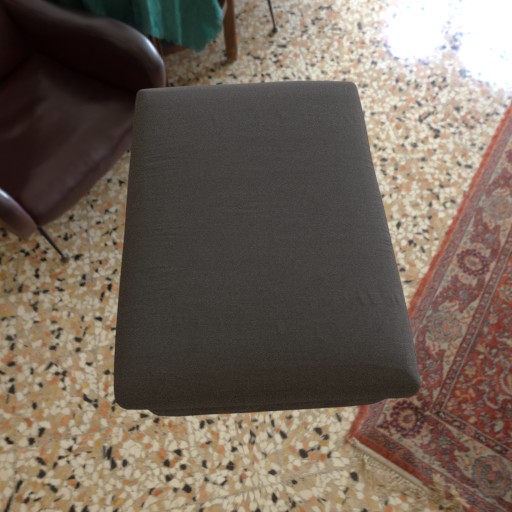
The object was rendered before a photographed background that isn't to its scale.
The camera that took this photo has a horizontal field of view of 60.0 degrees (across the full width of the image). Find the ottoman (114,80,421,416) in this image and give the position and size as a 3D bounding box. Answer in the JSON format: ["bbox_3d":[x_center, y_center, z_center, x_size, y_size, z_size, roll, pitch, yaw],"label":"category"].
[{"bbox_3d":[0.000,0.000,1.129,0.569,0.500,0.771,-3,64,-1],"label":"ottoman"}]
